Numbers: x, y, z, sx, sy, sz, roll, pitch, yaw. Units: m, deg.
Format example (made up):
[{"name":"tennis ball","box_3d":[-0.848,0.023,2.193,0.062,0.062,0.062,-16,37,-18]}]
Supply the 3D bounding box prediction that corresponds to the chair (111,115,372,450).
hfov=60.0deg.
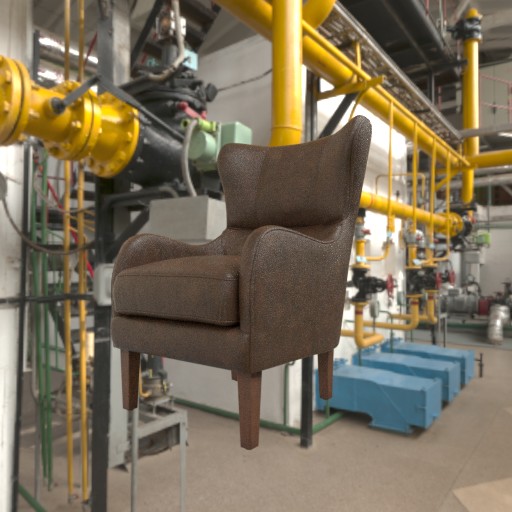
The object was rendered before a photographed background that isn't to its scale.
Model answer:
[{"name":"chair","box_3d":[0.000,0.000,1.646,0.692,1.048,0.914,-1,-1,38]}]
